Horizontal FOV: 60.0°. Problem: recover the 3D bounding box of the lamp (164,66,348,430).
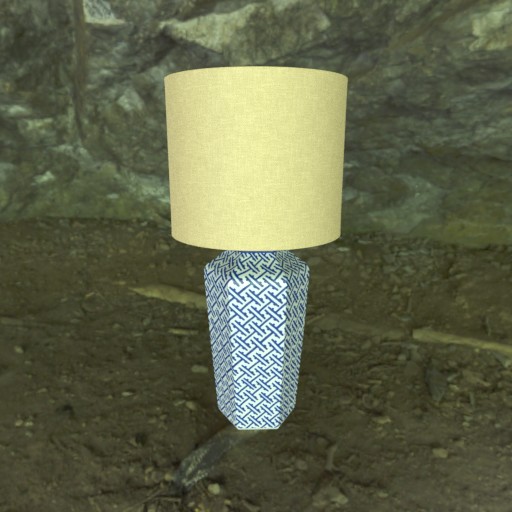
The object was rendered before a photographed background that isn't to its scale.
[{"bbox_3d":[0.000,0.000,0.867,0.320,0.682,0.320,-7,16,-26],"label":"lamp"}]
